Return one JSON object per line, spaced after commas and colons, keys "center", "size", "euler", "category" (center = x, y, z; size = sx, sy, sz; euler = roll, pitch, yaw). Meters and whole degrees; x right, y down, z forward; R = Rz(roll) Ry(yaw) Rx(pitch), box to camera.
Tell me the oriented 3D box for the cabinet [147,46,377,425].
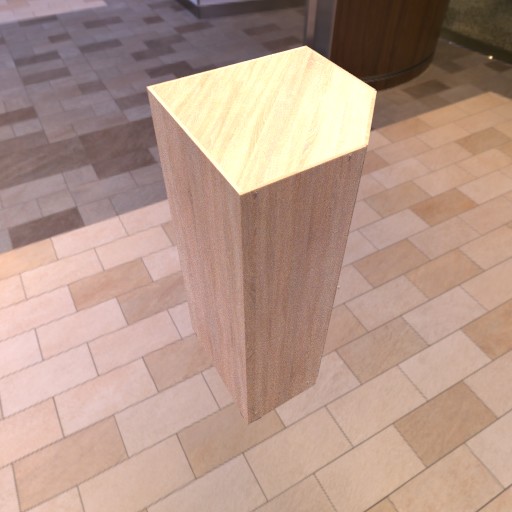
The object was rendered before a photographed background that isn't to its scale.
{"center": [0.000, 0.000, 2.830], "size": [1.094, 2.120, 1.327], "euler": [11, 49, 10], "category": "cabinet"}
